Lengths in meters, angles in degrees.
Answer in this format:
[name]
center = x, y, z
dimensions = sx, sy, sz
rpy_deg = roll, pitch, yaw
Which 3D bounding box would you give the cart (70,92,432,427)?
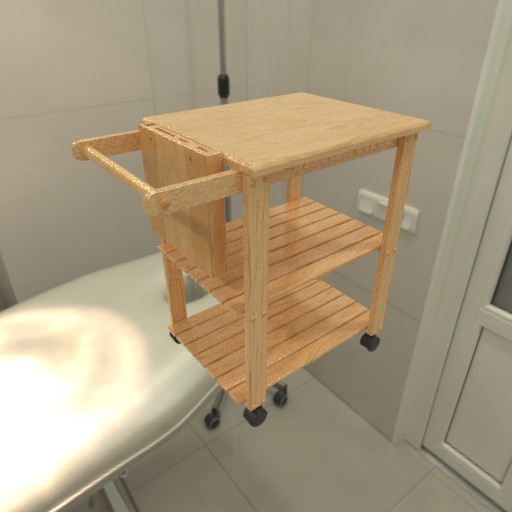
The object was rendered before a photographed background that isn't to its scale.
[cart]
center = 0.000, 0.000, 1.373
dimensions = 0.843, 0.816, 0.520
rpy_deg = -22, 37, -32
